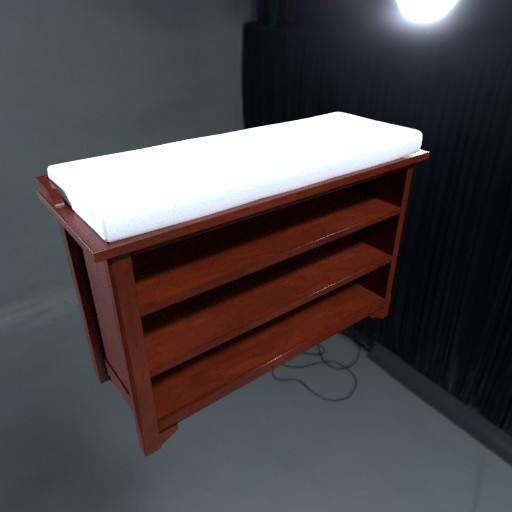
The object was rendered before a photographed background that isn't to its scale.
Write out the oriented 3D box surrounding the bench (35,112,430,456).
[{"bbox_3d":[0.000,0.000,1.281,0.987,0.646,0.369,-21,36,-32],"label":"bench"}]
